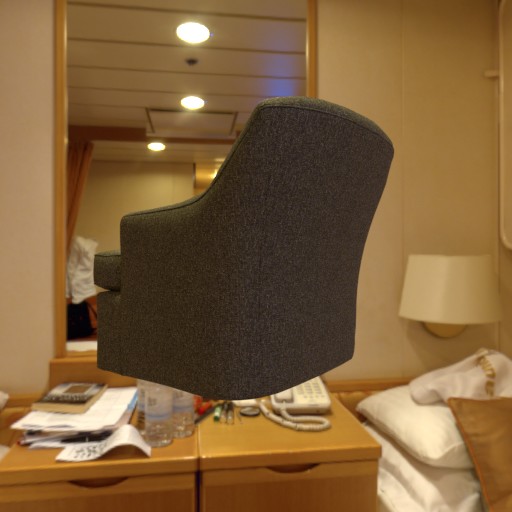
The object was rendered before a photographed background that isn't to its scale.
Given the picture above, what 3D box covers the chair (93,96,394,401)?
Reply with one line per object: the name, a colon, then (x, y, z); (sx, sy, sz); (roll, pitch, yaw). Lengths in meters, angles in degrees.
chair: (0.000, 0.000, 1.628); (0.923, 0.856, 0.864); (0, 0, 35)
